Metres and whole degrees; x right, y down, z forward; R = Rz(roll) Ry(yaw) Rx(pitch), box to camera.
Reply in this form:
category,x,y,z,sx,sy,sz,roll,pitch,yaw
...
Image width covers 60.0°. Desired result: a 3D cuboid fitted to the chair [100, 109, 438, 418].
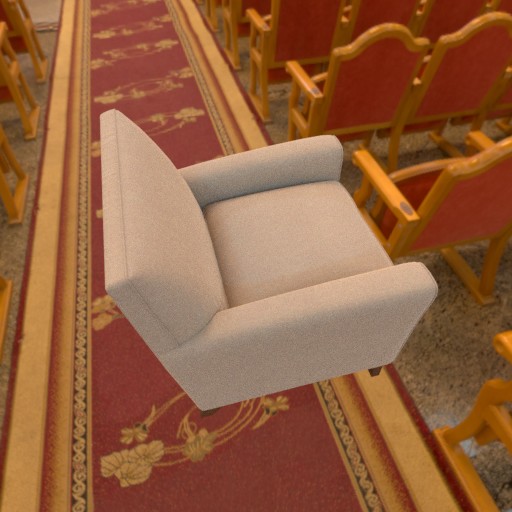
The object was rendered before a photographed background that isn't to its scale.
category,x,y,z,sx,sy,sz,roll,pitch,yaw
chair,0.000,0.000,1.580,0.871,0.846,0.840,-11,48,-10
